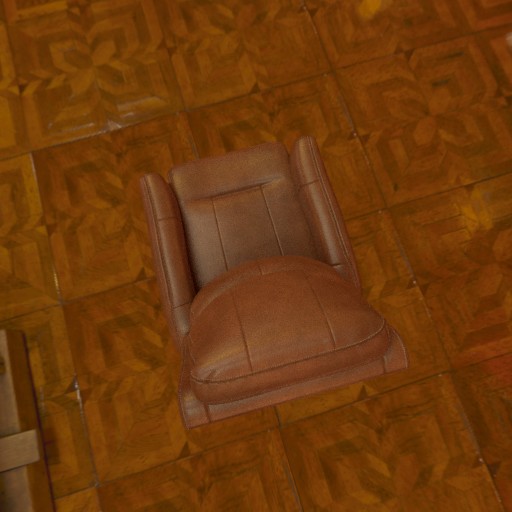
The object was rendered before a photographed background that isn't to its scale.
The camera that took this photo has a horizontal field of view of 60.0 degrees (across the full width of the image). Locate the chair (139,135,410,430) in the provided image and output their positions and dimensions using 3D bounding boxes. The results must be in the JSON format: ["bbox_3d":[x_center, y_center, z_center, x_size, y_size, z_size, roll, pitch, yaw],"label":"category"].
[{"bbox_3d":[0.000,0.000,1.776,0.821,1.016,1.072,-14,76,-4],"label":"chair"}]
